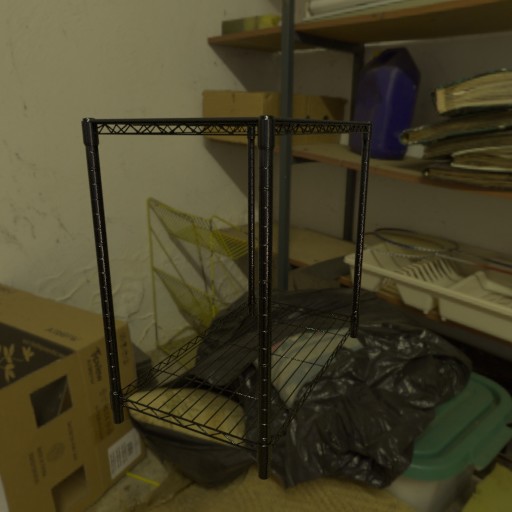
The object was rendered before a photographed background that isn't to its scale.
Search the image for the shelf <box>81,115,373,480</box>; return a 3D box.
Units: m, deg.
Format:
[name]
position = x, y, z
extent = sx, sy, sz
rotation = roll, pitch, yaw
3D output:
[shelf]
position = 0.000, 0.000, 0.960
extent = 0.338, 0.564, 0.589
rotation = 8, 18, 26
